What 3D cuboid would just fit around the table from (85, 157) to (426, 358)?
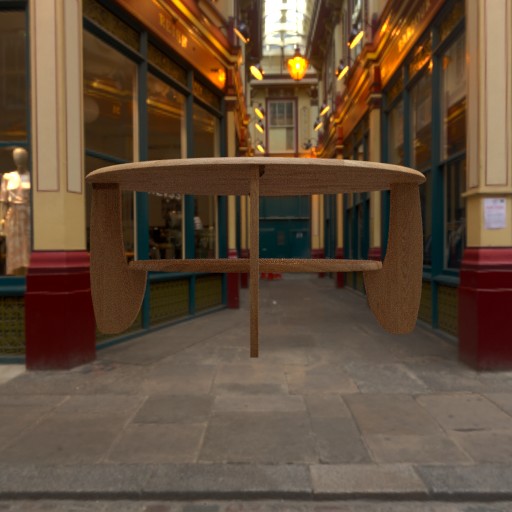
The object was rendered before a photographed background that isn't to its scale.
[{"bbox_3d":[0.000,0.000,1.393,1.040,0.490,0.690,0,2,0],"label":"table"}]
